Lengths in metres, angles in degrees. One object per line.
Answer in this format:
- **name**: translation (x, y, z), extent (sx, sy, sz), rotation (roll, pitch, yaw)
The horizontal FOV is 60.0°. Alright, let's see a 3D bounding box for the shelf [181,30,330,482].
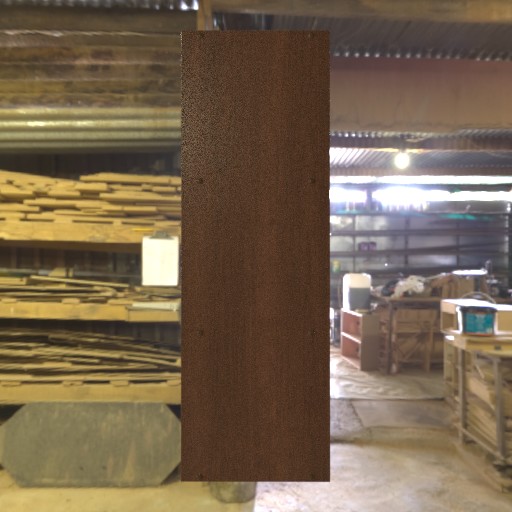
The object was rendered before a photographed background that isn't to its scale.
- **shelf**: translation (0.000, 0.000, 1.068), extent (0.290, 0.879, 0.414), rotation (0, 0, 0)
